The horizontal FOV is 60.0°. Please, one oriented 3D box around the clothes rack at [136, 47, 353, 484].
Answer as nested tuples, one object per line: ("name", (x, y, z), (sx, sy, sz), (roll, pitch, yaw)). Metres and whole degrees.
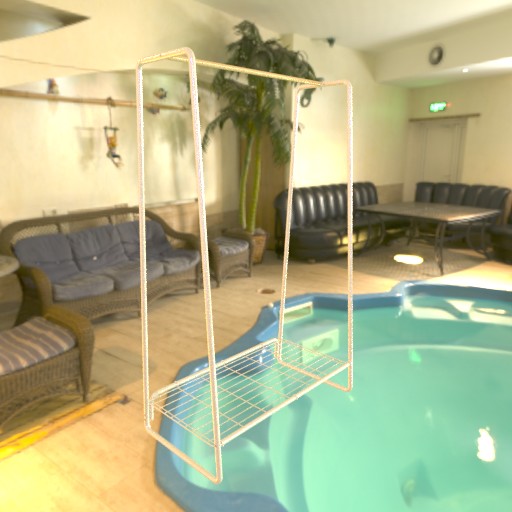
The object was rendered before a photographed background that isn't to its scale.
("clothes rack", (0.000, 0.000, 1.914), (0.495, 1.500, 0.900), (12, 18, 42))
